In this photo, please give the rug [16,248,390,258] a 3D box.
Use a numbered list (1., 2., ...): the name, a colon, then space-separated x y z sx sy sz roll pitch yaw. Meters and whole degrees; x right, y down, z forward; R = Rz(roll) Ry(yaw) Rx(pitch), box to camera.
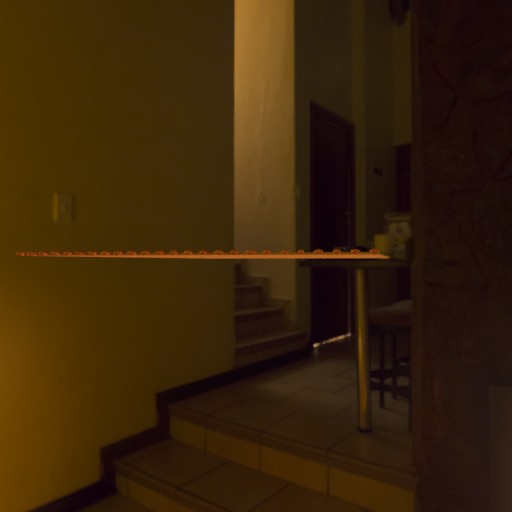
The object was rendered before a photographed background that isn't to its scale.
1. rug: 0.000 0.000 4.321 2.451 0.035 3.369 0 -1 18
